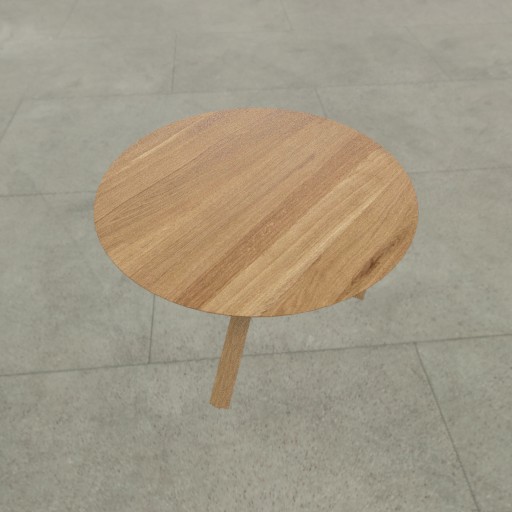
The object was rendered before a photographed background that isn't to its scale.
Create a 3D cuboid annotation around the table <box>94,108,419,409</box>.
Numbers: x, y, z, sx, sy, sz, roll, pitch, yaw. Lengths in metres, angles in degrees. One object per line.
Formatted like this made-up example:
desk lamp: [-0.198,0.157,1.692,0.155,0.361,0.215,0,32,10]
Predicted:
table: [0.000,0.000,1.701,1.038,0.666,1.038,0,47,0]
